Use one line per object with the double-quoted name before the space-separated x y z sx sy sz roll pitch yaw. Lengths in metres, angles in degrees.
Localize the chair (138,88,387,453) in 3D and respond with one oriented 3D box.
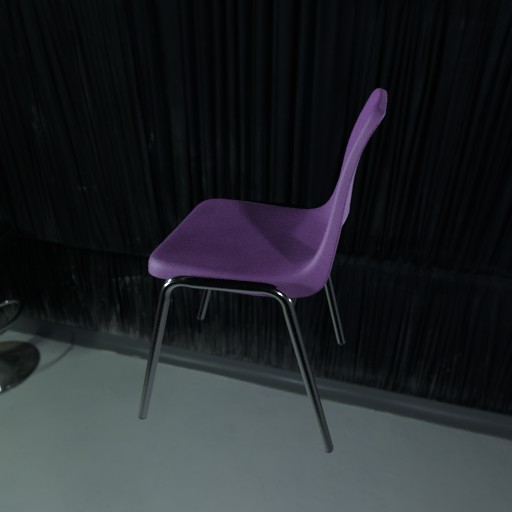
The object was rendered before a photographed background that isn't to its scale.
"chair" 0.000 0.000 0.909 0.432 0.654 0.381 7 29 12
